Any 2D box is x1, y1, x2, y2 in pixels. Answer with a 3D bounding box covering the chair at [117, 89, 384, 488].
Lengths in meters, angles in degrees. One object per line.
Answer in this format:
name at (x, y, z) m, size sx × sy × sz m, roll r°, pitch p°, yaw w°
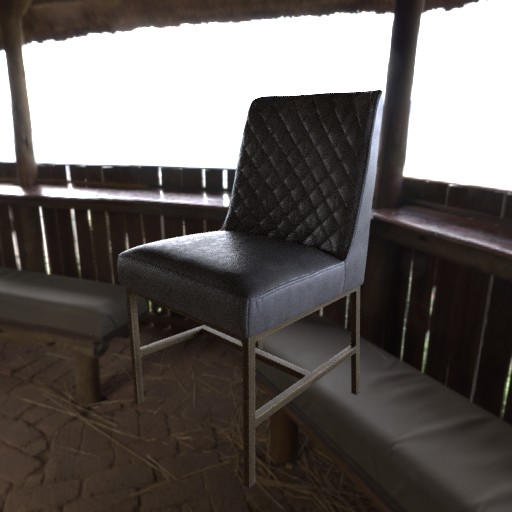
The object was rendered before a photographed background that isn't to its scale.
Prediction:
chair at (0.000, 0.000, 1.230) m, size 0.508 × 0.889 × 0.587 m, roll 14°, pitch 21°, yaw 42°
